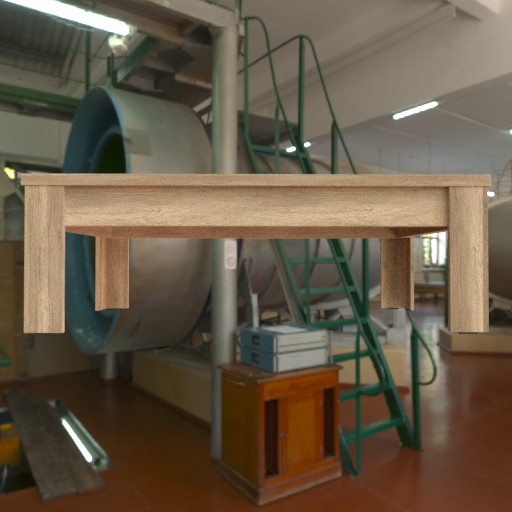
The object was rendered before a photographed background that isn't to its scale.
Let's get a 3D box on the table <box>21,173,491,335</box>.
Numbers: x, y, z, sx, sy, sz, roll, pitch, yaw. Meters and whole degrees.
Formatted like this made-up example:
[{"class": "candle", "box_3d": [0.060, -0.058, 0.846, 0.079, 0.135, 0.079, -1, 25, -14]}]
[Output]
[{"class": "table", "box_3d": [0.000, 0.000, 1.618, 1.350, 0.460, 0.700, 0, -1, -1]}]
